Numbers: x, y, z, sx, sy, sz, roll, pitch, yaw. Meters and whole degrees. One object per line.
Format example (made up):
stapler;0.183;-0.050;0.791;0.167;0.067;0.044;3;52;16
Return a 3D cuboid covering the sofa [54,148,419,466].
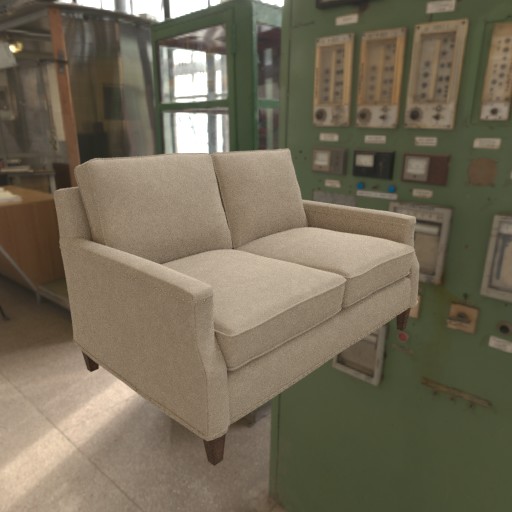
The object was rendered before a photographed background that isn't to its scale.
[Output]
sofa;0.000;0.000;2.232;1.084;1.002;1.597;15;22;41
